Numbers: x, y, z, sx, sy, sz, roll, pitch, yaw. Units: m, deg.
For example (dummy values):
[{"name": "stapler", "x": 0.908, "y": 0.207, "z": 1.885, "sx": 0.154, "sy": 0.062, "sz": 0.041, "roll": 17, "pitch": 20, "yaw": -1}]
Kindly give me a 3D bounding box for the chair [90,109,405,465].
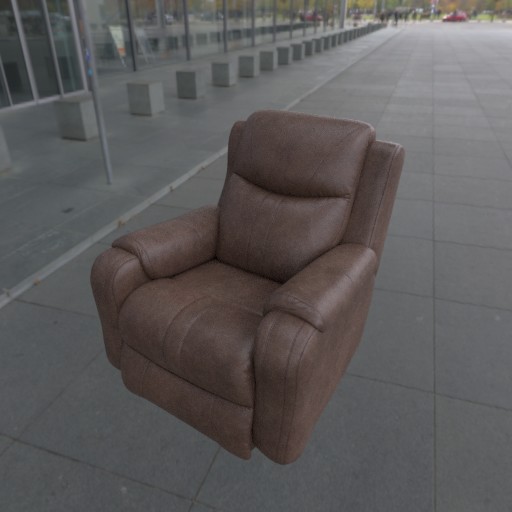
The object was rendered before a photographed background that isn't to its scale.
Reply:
[{"name": "chair", "x": 0.000, "y": 0.000, "z": 1.790, "sx": 0.940, "sy": 0.990, "sz": 1.067, "roll": 18, "pitch": 34, "yaw": 29}]
